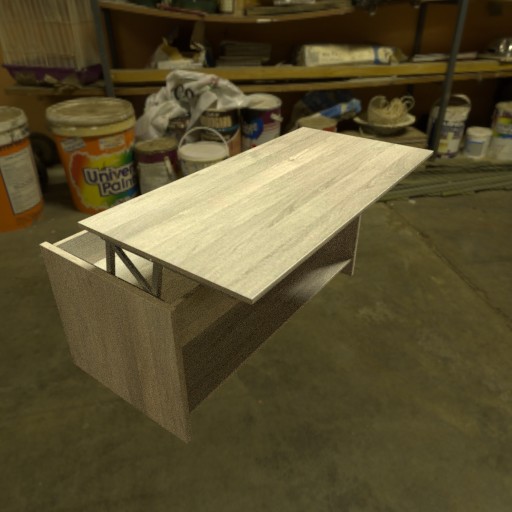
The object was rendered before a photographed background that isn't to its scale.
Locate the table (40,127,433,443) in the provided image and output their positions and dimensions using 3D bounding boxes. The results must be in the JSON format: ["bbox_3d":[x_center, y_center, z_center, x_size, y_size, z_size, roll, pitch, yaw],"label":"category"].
[{"bbox_3d":[0.000,0.000,1.434,0.712,0.570,1.000,21,37,30],"label":"table"}]
